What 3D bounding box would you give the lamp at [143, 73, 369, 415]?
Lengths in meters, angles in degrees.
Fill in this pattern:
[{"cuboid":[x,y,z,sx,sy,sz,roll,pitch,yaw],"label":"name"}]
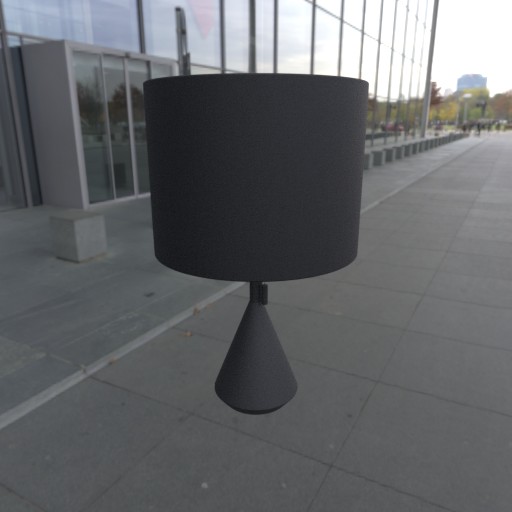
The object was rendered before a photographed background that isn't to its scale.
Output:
[{"cuboid":[0.000,0.000,0.807,0.359,0.584,0.359,16,23,42],"label":"lamp"}]
